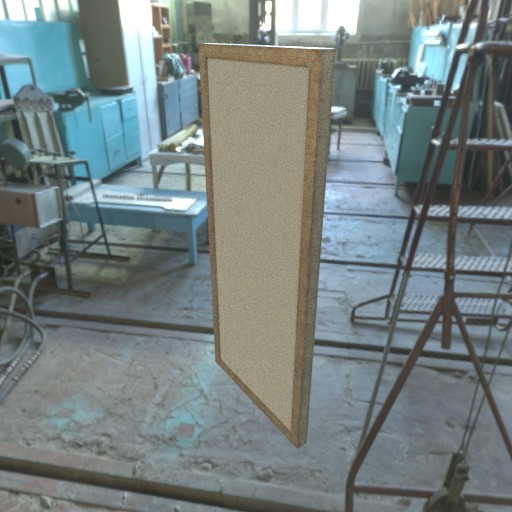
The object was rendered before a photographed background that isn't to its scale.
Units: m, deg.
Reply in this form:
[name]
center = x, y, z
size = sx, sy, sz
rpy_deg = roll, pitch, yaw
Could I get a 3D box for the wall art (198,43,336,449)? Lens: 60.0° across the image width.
[wall art]
center = 0.000, 0.000, 1.702
size = 0.051, 1.461, 0.648
rpy_deg = -18, 32, -31
